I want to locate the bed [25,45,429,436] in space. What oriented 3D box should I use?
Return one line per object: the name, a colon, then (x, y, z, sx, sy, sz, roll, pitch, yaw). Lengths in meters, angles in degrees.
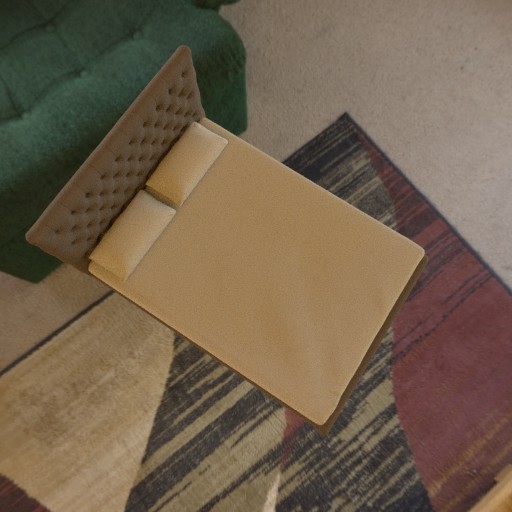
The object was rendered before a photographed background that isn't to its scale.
bed: (0.000, 0.000, 3.425, 2.387, 1.427, 1.698, 33, 78, 8)
